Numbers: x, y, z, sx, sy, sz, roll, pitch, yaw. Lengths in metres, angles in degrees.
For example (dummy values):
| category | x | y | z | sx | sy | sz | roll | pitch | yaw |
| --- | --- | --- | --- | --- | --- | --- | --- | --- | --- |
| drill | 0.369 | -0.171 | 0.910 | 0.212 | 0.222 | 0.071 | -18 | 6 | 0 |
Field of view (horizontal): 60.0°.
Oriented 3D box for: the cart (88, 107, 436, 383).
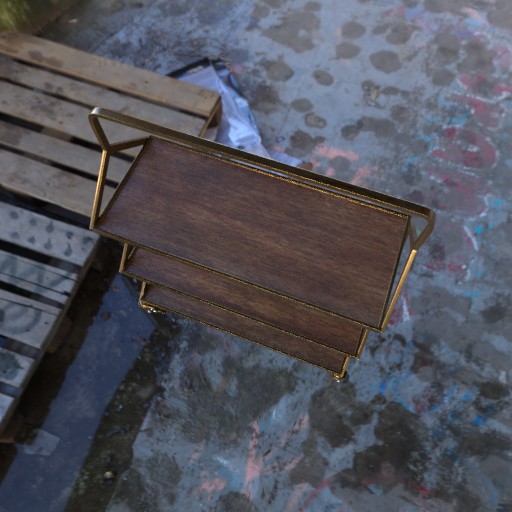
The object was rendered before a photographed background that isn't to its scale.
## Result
| category | x | y | z | sx | sy | sz | roll | pitch | yaw |
| --- | --- | --- | --- | --- | --- | --- | --- | --- | --- |
| cart | 0.000 | 0.000 | 1.164 | 0.723 | 0.805 | 0.313 | 19 | 66 | 9 |
